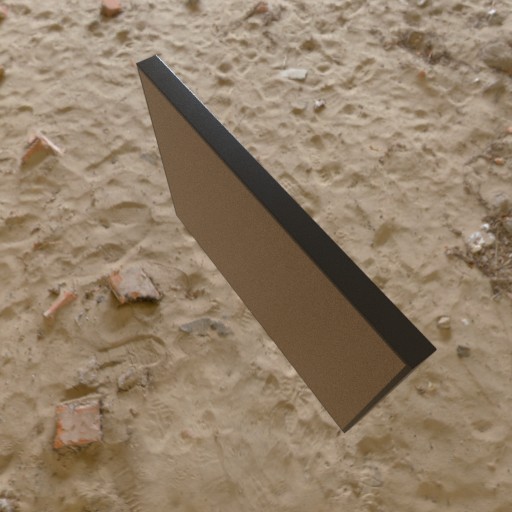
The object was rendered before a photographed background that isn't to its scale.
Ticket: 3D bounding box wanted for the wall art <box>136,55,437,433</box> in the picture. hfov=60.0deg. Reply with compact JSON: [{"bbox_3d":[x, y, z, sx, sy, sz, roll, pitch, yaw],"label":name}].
[{"bbox_3d":[0.000,0.000,1.186,0.058,0.640,0.939,-32,64,-17],"label":"wall art"}]
